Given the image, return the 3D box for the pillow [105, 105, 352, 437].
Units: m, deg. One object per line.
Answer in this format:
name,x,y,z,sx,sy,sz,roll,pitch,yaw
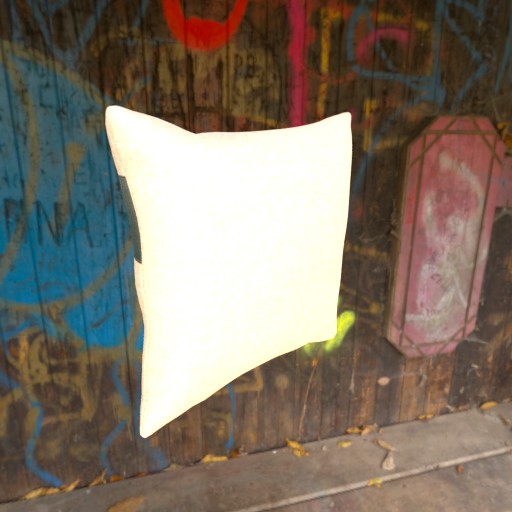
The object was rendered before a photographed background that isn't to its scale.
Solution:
pillow,0.000,0.000,0.635,0.414,0.399,0.173,-16,23,-41
